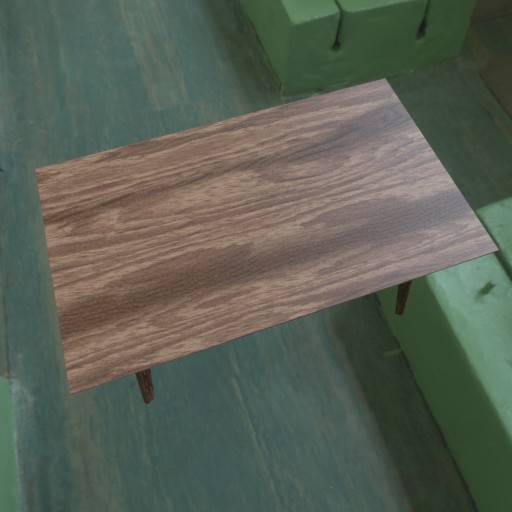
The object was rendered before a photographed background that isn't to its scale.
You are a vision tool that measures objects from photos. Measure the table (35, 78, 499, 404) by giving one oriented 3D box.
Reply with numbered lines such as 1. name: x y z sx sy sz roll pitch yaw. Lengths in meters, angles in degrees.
1. table: 0.000 0.000 1.796 1.349 0.724 0.801 -17 65 -8
